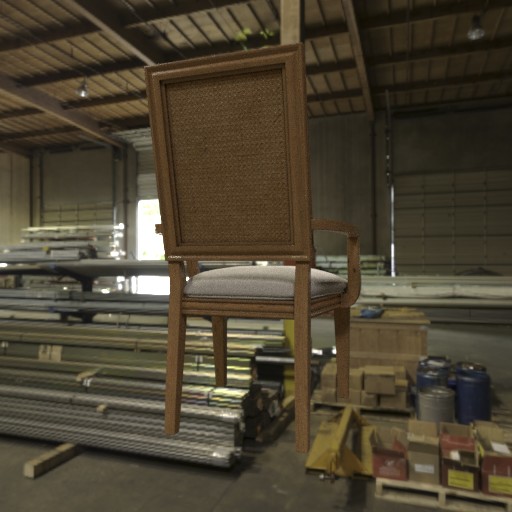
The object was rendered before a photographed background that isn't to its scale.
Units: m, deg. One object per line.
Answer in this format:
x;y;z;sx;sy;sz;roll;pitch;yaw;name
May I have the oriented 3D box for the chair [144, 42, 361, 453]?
0.000;0.000;1.365;0.606;0.990;0.602;0;0;18;chair
